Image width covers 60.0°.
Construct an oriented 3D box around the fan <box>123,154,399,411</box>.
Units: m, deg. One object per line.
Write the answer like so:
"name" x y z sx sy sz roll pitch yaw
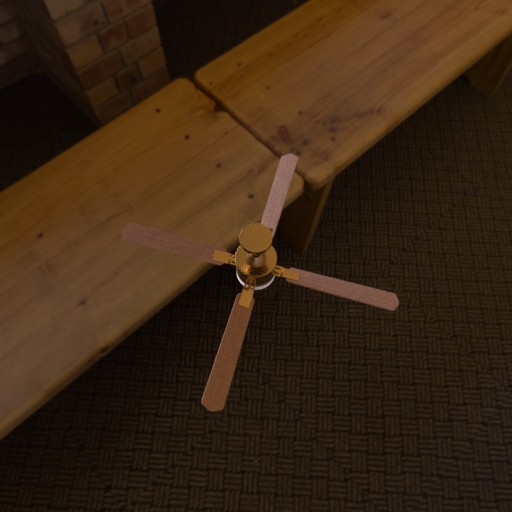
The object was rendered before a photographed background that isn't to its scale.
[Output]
"fan" 0.000 0.000 1.946 1.320 0.355 1.320 15 66 7
